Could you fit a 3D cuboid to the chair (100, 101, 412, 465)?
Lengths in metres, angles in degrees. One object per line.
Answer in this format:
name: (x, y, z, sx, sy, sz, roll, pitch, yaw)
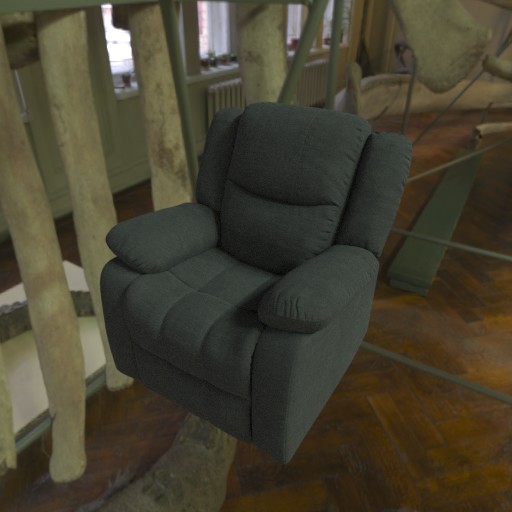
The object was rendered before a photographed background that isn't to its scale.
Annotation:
chair: (0.000, 0.000, 1.711, 0.899, 1.008, 0.944, 18, 36, 27)
